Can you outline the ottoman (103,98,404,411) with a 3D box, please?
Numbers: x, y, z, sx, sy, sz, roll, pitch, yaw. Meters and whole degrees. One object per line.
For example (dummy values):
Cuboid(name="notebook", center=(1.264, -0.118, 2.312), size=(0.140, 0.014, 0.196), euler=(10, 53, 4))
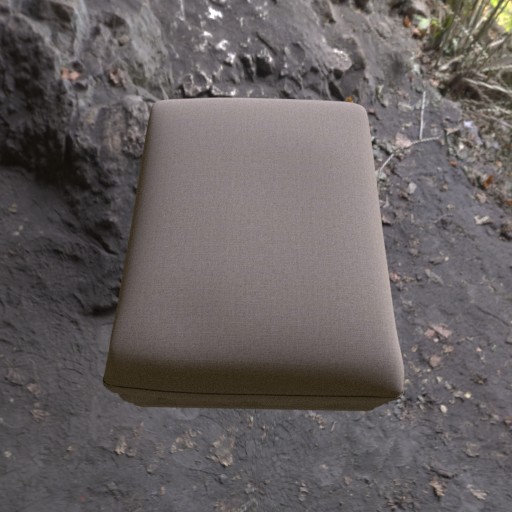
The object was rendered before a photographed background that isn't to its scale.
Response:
Cuboid(name="ottoman", center=(0.000, 0.000, 1.036), size=(0.541, 0.463, 0.684), euler=(1, 63, 1))
